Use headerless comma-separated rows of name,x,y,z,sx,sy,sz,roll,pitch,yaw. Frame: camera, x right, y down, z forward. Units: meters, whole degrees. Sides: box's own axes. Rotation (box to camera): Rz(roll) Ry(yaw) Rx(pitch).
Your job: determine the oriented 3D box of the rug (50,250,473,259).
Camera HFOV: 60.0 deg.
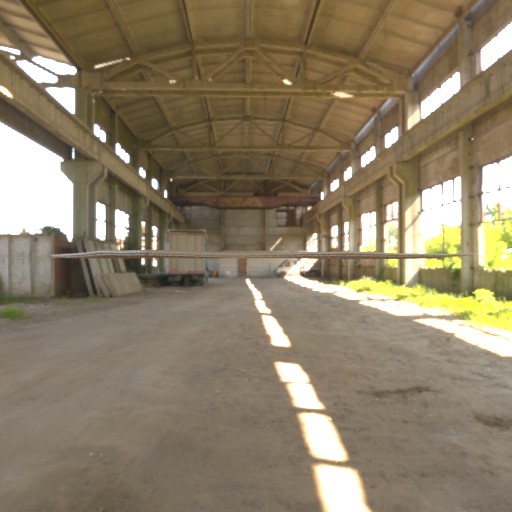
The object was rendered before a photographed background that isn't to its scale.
rug,0.000,0.000,4.023,3.011,0.054,2.399,0,-1,-35
